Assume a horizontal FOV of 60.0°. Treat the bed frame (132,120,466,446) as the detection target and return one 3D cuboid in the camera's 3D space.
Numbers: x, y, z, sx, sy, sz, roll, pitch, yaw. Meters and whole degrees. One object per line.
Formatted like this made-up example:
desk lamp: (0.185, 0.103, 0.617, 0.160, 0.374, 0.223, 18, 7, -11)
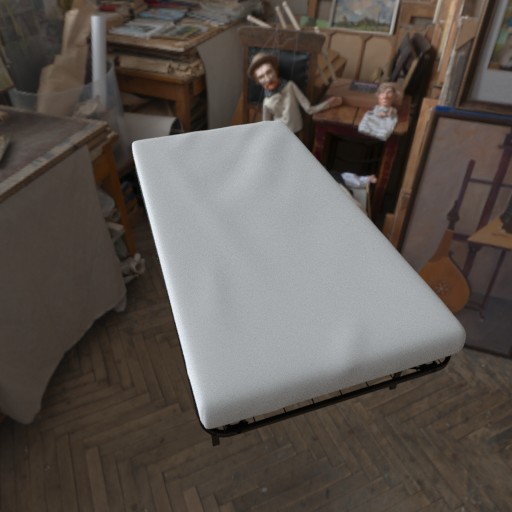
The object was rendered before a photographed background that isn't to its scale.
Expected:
bed frame: (0.000, 0.000, 2.300, 0.989, 0.619, 1.903, -12, 43, -14)
